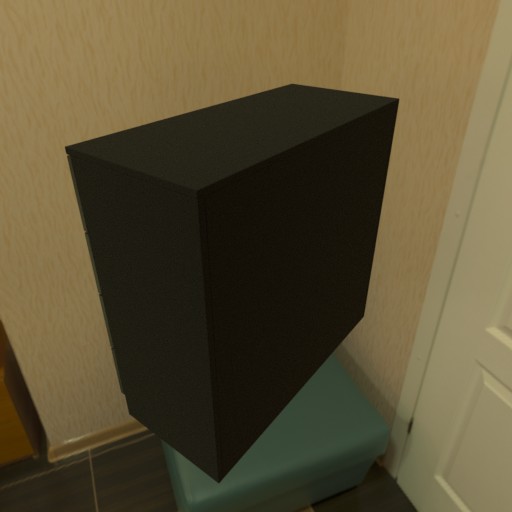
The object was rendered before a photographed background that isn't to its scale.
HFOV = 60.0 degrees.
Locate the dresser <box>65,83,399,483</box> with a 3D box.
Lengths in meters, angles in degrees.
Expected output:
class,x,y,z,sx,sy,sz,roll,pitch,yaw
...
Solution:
class,x,y,z,sx,sy,sz,roll,pitch,yaw
dresser,0.000,0.000,1.169,0.360,0.720,0.750,22,38,31
